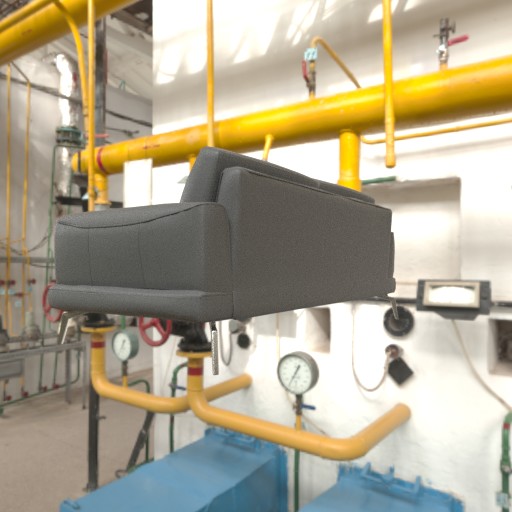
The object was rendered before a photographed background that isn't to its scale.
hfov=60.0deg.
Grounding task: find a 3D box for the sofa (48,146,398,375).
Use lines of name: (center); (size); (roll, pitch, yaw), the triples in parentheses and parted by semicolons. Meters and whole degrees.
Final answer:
sofa: (0.000, 0.000, 2.778); (1.121, 0.930, 2.177); (-1, -1, 36)
